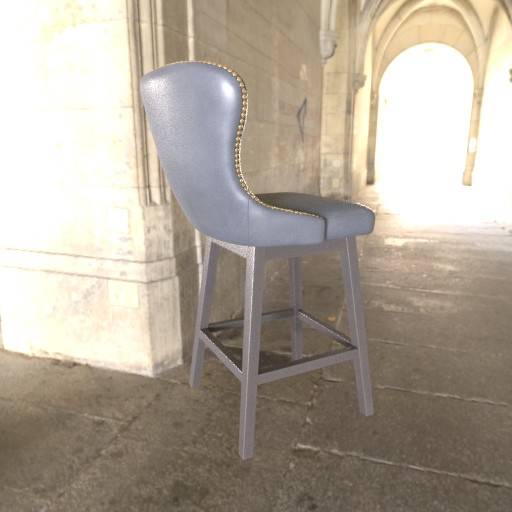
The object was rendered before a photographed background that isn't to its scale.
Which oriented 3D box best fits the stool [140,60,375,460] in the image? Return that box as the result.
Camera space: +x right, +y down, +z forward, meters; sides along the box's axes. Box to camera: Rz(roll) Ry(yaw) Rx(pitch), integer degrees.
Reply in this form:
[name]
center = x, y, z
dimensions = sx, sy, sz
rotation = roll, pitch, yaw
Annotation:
[stool]
center = 0.000, 0.000, 1.290
dimensions = 0.593, 0.971, 0.528
rotation = -7, 16, -27
